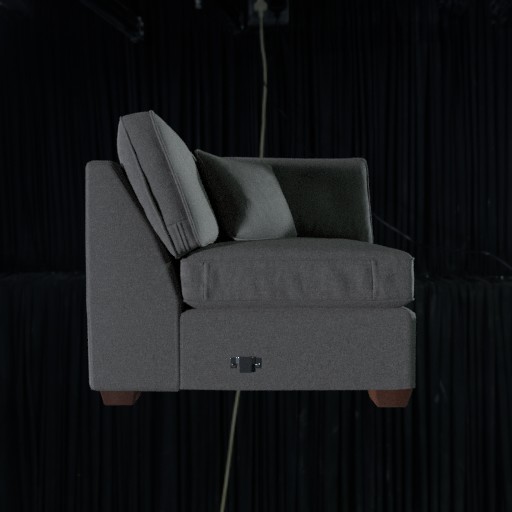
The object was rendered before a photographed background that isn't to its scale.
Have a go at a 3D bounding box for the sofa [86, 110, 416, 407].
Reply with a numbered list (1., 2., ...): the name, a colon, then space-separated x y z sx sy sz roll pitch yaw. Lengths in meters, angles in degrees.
1. sofa: 0.000 0.000 1.973 1.146 1.002 1.084 0 1 -1
